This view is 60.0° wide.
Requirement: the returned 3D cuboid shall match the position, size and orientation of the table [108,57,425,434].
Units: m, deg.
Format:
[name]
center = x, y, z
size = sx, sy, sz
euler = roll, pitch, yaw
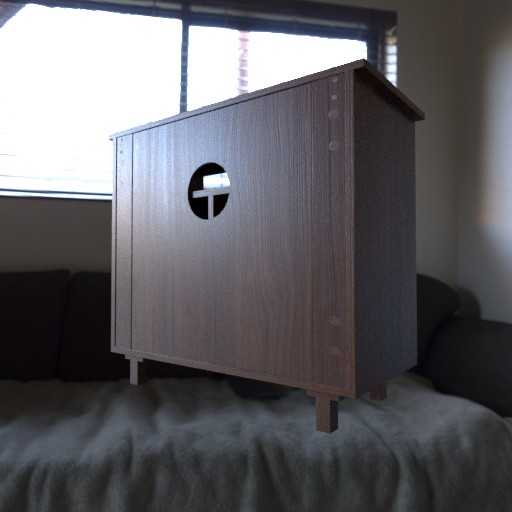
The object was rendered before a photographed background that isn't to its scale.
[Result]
[table]
center = 0.000, 0.000, 1.219
size = 0.802, 0.725, 0.390
euler = -1, -2, 37
